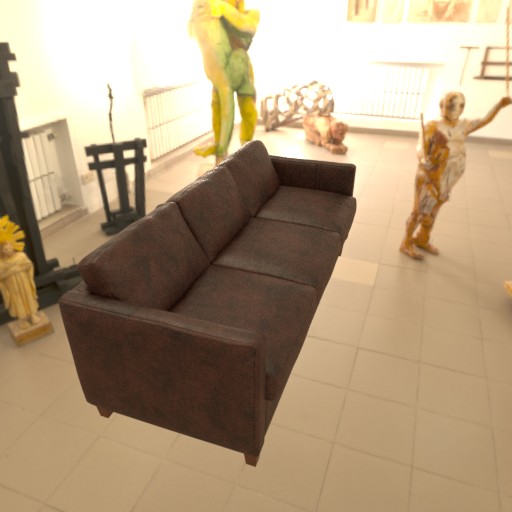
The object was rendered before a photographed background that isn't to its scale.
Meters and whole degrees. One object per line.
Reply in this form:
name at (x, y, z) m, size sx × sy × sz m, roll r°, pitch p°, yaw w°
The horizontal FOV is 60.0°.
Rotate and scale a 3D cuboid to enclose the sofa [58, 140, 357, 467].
sofa at (0.000, 0.000, 2.996) m, size 1.045 × 1.006 × 2.464 m, roll 10°, pitch 31°, yaw 17°
